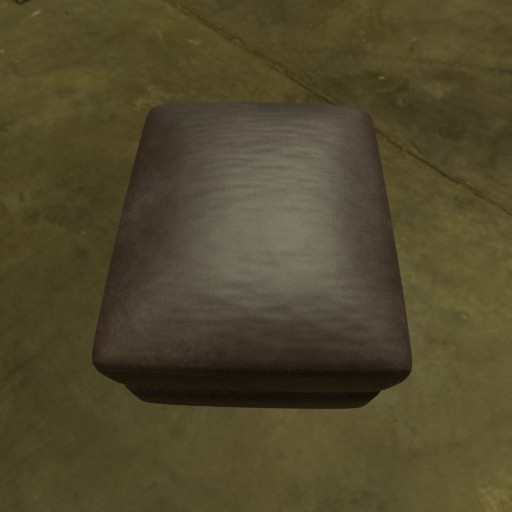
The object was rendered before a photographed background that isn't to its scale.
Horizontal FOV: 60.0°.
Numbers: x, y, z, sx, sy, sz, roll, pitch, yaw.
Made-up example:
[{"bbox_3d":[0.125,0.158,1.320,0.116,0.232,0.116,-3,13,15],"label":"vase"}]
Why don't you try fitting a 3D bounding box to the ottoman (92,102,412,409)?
[{"bbox_3d":[0.000,0.000,1.253,0.670,0.569,0.806,1,58,1],"label":"ottoman"}]
